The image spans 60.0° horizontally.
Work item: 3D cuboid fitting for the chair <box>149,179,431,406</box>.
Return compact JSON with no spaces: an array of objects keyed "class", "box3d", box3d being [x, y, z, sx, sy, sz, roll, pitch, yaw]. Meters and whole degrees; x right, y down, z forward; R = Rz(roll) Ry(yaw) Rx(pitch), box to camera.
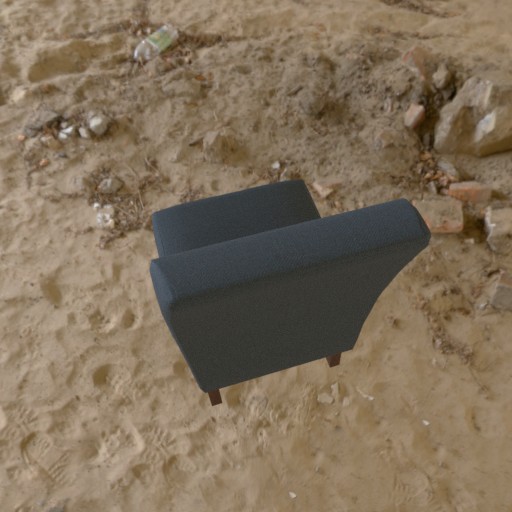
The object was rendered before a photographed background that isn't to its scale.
[{"class":"chair","box3d":[0.000,0.000,1.173,0.513,0.804,0.592,-15,59,-9]}]
